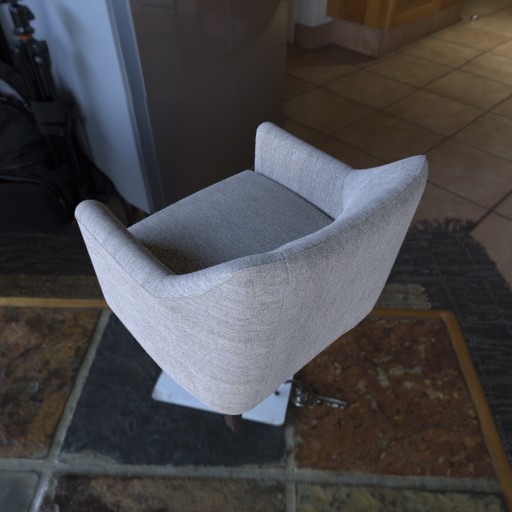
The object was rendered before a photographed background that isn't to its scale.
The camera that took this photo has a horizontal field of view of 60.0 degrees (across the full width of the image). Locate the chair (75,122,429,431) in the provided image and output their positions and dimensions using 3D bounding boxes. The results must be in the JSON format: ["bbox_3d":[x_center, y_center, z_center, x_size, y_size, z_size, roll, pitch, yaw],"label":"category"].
[{"bbox_3d":[0.000,0.000,1.401,0.796,0.761,0.758,-32,53,-28],"label":"chair"}]
